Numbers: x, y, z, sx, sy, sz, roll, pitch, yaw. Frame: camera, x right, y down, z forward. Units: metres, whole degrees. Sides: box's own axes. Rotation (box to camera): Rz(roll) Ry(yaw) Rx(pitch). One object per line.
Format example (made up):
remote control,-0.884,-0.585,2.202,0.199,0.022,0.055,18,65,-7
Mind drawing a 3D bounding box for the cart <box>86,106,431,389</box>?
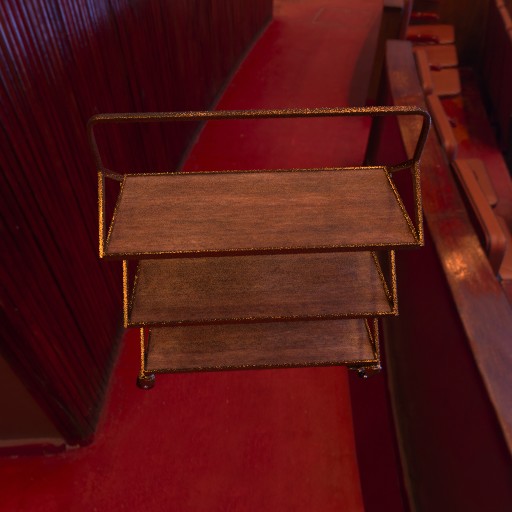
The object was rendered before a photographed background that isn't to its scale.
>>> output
cart,0.000,0.000,1.155,0.723,0.805,0.313,-2,45,-2
